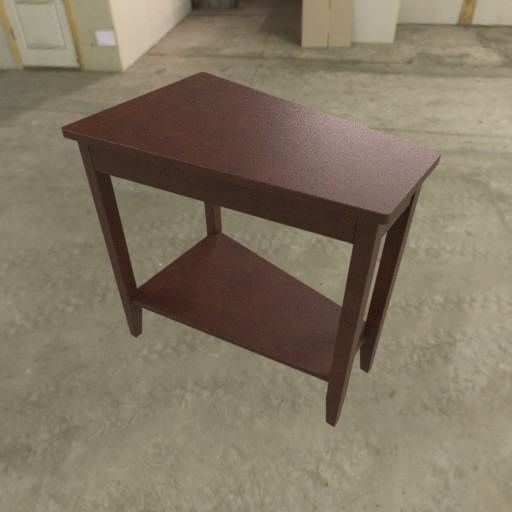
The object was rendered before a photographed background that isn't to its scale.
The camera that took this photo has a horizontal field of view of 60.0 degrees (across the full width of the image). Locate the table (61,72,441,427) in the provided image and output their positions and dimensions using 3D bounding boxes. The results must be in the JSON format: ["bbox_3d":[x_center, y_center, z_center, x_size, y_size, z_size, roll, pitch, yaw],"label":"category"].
[{"bbox_3d":[0.000,0.000,0.992,0.605,0.589,0.399,25,46,27],"label":"table"}]
